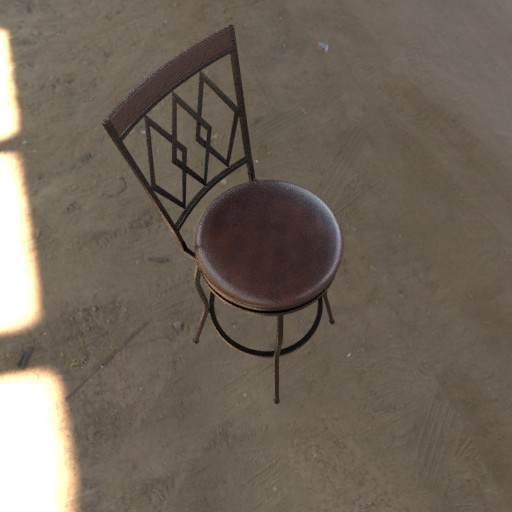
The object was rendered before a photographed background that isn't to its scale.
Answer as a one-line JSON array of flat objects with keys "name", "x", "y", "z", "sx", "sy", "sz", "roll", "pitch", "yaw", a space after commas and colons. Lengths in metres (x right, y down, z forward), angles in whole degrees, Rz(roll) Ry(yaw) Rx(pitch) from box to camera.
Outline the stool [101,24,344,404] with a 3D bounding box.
[{"name": "stool", "x": 0.000, "y": 0.000, "z": 1.379, "sx": 0.521, "sy": 1.134, "sz": 0.432, "roll": 32, "pitch": 64, "yaw": 18}]
